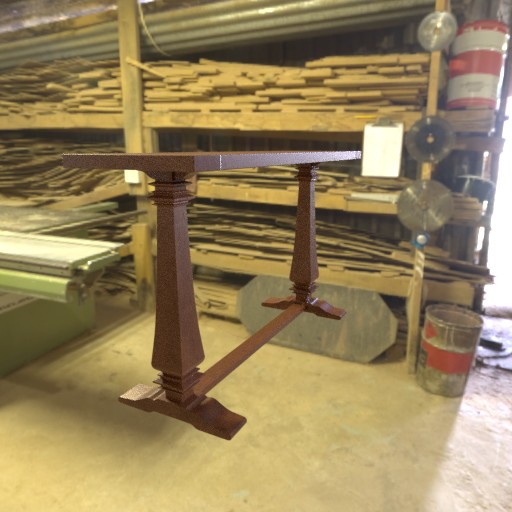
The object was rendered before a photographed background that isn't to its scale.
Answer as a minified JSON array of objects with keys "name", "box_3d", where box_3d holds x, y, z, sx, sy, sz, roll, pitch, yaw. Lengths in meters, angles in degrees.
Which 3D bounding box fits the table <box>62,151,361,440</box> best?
[{"name":"table","box_3d":[0.000,0.000,1.868,0.461,0.852,1.478,7,15,27]}]
